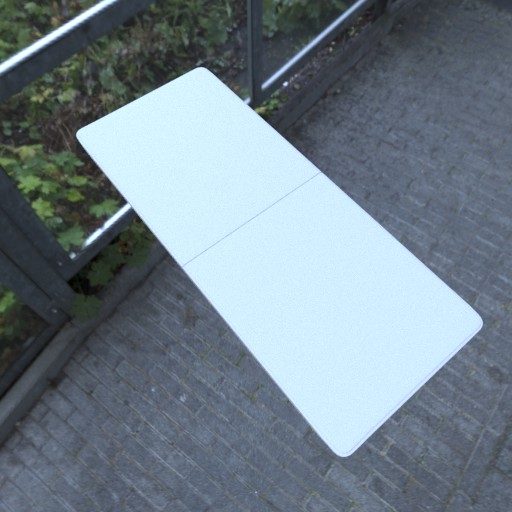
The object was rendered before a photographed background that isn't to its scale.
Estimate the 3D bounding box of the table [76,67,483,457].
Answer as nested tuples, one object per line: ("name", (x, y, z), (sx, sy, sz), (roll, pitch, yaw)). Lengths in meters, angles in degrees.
("table", (0.000, 0.000, 2.196), (0.761, 0.719, 1.829), (-36, 67, -17))
